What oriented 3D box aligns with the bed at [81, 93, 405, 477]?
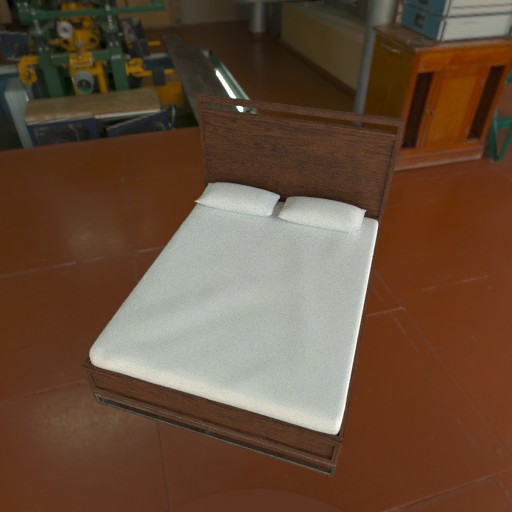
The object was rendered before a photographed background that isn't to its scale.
[{"bbox_3d":[0.000,0.000,3.377,1.765,1.487,2.218,12,42,13],"label":"bed"}]
